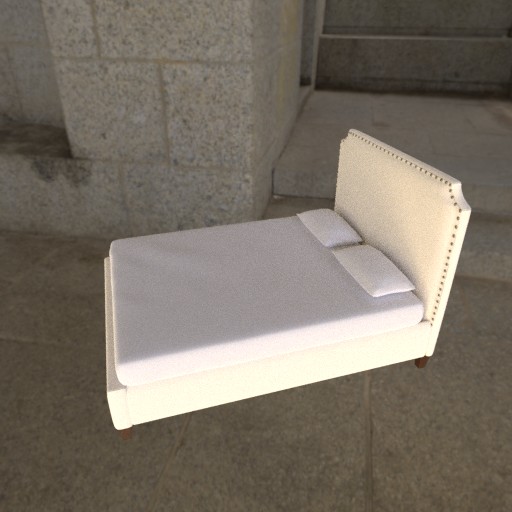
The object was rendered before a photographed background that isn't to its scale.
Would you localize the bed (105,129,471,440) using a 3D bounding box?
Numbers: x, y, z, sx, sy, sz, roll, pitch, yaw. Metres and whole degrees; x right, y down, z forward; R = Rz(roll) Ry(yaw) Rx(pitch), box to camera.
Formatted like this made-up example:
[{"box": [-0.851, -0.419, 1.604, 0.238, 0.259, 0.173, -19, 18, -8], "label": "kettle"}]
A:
[{"box": [0.000, 0.000, 3.481, 2.372, 1.497, 1.712, -9, 31, -15], "label": "bed"}]
